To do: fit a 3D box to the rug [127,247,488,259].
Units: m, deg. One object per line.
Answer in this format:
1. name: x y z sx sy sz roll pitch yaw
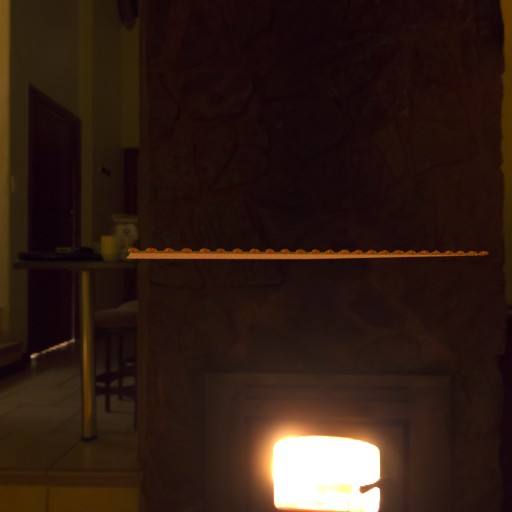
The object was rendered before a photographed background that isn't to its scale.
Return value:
1. rug: 0.000 0.000 4.389 2.451 0.035 3.369 0 -1 -16
